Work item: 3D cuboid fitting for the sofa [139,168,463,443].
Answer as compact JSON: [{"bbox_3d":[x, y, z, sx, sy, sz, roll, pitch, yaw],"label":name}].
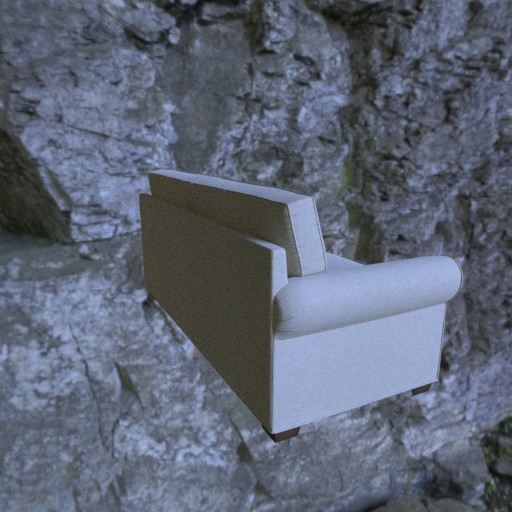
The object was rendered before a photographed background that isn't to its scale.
[{"bbox_3d":[0.000,0.000,2.619,0.901,0.962,2.146,-7,16,-26],"label":"sofa"}]
